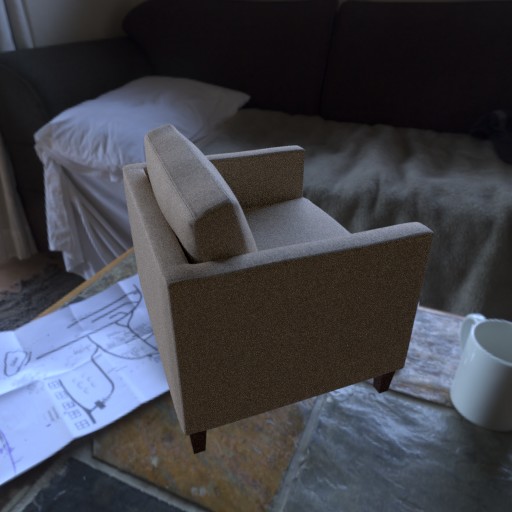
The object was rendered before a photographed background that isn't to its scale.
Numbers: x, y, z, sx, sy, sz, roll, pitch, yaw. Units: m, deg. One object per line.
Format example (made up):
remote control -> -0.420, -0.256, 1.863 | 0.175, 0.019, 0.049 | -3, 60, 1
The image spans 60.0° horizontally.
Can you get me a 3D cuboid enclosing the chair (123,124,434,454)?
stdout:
chair -> 0.000, 0.000, 1.933 | 0.959, 0.987, 1.107 | -11, 32, -18
